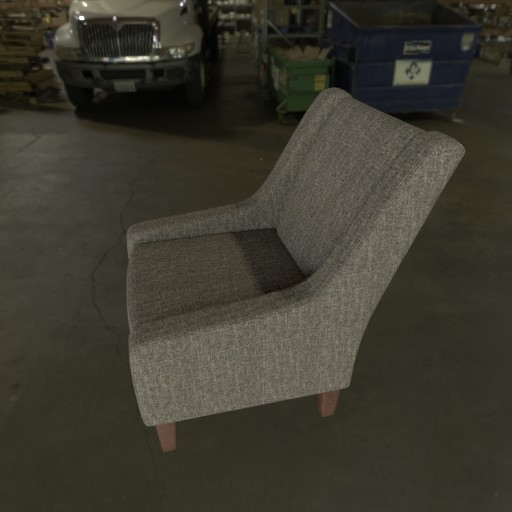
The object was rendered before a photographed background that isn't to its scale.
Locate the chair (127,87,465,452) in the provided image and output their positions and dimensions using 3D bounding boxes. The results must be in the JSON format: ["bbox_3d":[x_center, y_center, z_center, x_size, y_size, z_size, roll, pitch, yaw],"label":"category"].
[{"bbox_3d":[0.000,0.000,1.620,0.944,1.012,0.793,-8,31,-12],"label":"chair"}]
